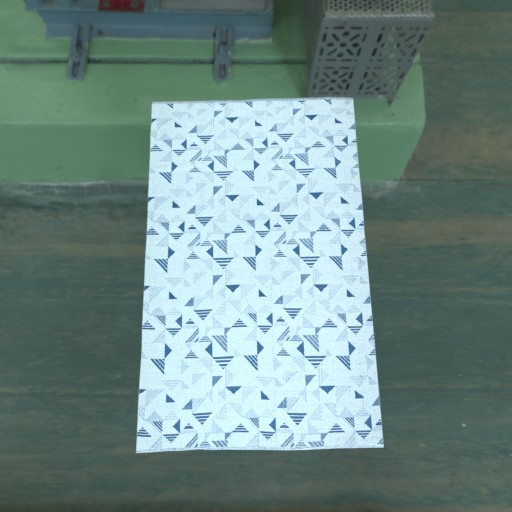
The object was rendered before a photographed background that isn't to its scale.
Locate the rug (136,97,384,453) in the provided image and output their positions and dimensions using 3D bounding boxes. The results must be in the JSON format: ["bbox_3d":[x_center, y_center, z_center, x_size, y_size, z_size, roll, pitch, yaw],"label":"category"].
[{"bbox_3d":[0.000,0.000,3.017,1.512,0.009,2.457,-1,75,0],"label":"rug"}]
